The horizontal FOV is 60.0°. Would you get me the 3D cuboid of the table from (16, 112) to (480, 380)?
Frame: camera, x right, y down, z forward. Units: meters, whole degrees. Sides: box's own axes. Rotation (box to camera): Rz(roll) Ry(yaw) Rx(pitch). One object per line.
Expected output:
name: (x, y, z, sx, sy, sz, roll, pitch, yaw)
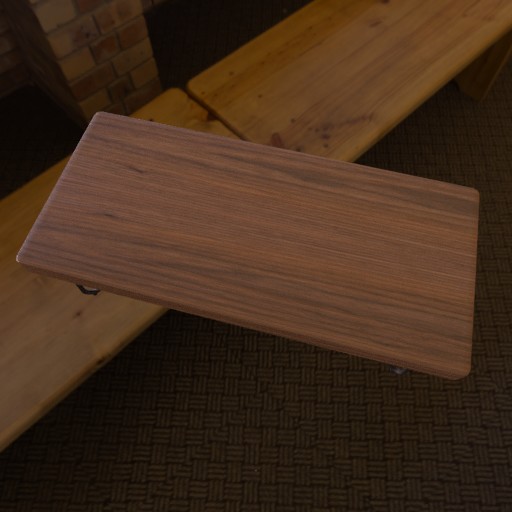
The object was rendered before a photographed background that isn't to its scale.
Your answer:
table: (0.000, 0.000, 1.626, 1.375, 0.468, 0.637, 13, 65, 6)
